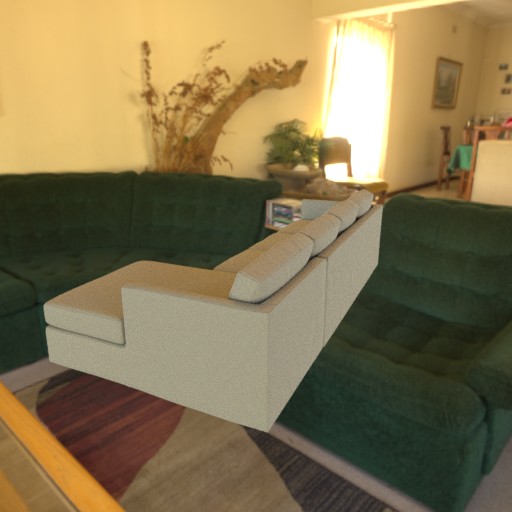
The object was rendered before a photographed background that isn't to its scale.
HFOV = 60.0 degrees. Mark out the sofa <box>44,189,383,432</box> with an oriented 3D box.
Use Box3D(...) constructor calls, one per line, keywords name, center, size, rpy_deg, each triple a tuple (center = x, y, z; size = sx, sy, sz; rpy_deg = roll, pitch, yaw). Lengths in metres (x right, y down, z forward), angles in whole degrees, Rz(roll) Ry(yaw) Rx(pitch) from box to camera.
Box3D(name="sofa", center=(0.000, 0.000, 3.907), size=(1.622, 0.867, 3.177), rpy_deg=(8, 19, 24))
